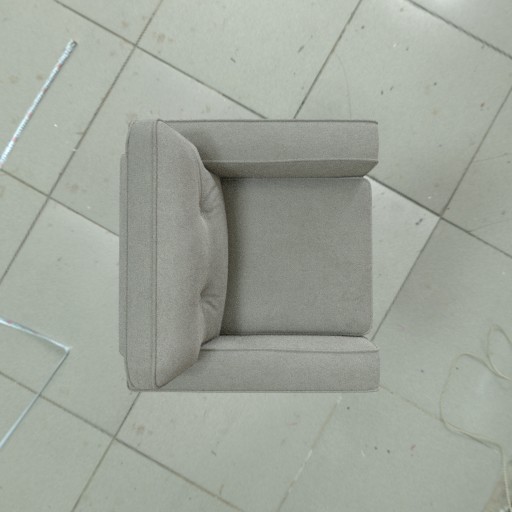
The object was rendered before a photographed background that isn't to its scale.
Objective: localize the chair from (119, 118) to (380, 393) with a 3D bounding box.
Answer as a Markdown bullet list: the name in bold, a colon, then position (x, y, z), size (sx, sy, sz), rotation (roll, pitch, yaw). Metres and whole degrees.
- **chair**: position (0.000, 0.000, 1.774), size (0.939, 0.965, 1.015), rotation (0, 89, 0)
